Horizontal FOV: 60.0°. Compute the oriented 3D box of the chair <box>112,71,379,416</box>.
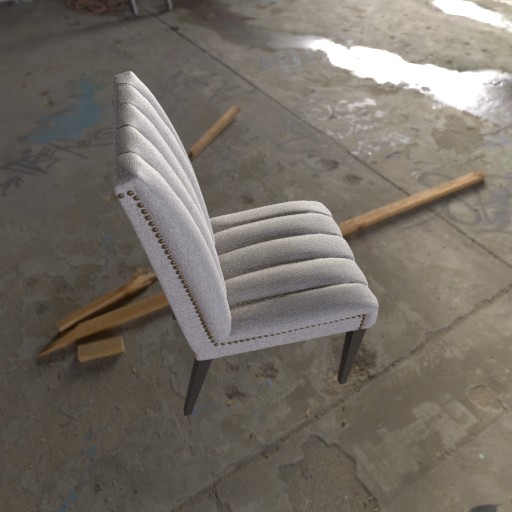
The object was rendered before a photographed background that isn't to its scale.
[{"bbox_3d":[0.000,0.000,1.364,0.647,1.016,0.511,-9,47,-9],"label":"chair"}]
